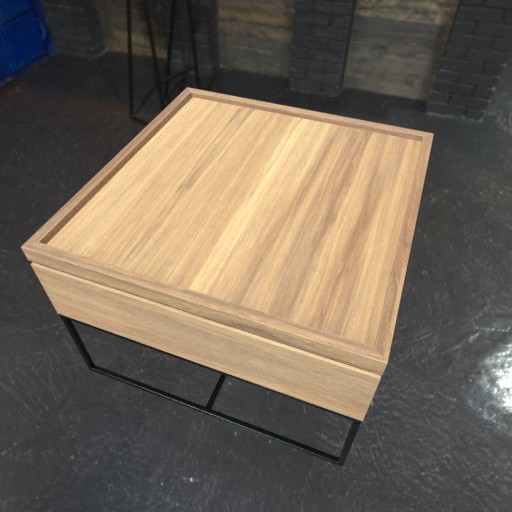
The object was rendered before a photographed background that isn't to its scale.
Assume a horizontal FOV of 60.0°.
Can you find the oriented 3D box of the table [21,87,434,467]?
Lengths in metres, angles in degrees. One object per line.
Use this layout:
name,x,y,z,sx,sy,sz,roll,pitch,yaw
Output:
table,0.000,0.000,1.124,0.676,0.464,0.679,16,49,14
